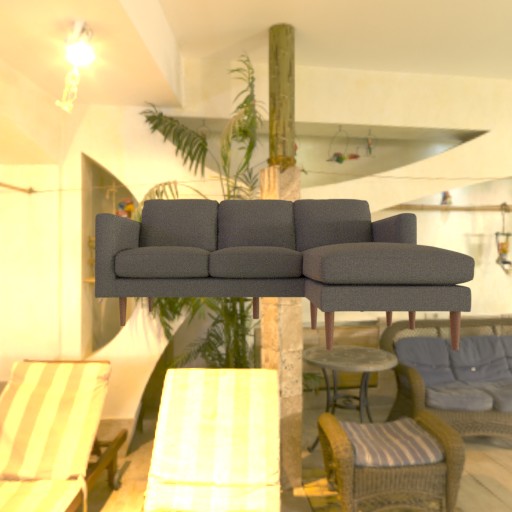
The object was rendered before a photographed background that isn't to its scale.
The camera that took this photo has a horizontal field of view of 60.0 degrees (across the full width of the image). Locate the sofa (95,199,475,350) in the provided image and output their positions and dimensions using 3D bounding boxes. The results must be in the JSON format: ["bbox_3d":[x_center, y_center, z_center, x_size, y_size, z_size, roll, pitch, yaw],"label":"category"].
[{"bbox_3d":[0.000,0.000,2.826,2.031,0.897,1.591,0,0,0],"label":"sofa"}]
